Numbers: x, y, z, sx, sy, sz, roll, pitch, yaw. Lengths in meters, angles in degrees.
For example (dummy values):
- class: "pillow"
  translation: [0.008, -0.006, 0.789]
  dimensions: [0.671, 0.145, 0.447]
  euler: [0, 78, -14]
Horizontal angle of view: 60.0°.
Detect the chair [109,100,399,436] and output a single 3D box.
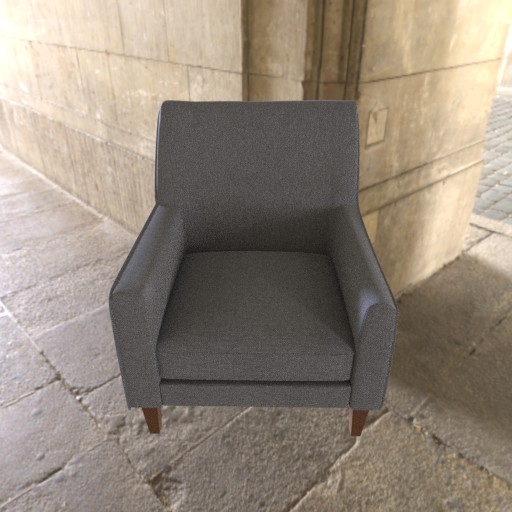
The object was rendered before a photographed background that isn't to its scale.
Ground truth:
- class: "chair"
  translation: [0.000, 0.000, 1.581]
  dimensions: [0.780, 0.919, 0.899]
  euler: [0, 30, 1]
